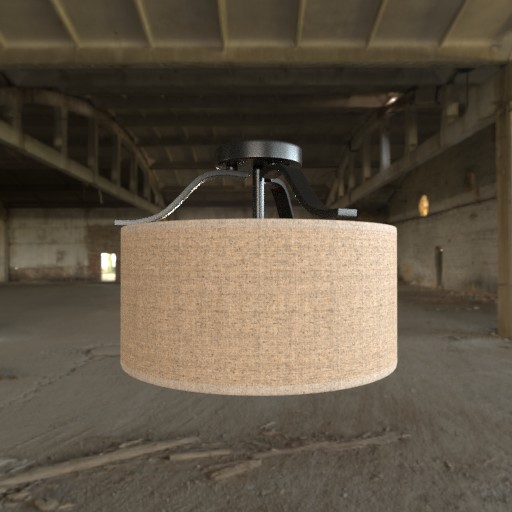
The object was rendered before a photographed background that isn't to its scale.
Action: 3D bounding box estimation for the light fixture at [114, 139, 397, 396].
[{"bbox_3d":[0.000,0.000,0.643,0.390,0.306,0.390,0,0,0],"label":"light fixture"}]
